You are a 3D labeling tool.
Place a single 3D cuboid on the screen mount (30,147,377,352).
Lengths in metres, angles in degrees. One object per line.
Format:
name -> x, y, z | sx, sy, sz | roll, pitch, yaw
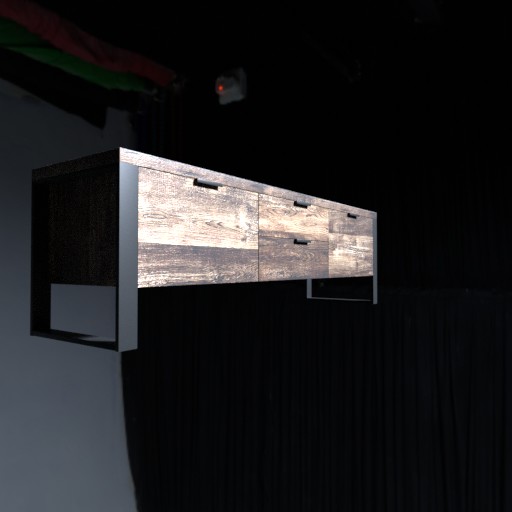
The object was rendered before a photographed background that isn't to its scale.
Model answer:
screen mount -> 0.000, 0.000, 1.698 | 0.395, 0.450, 1.524 | -1, -1, 36
